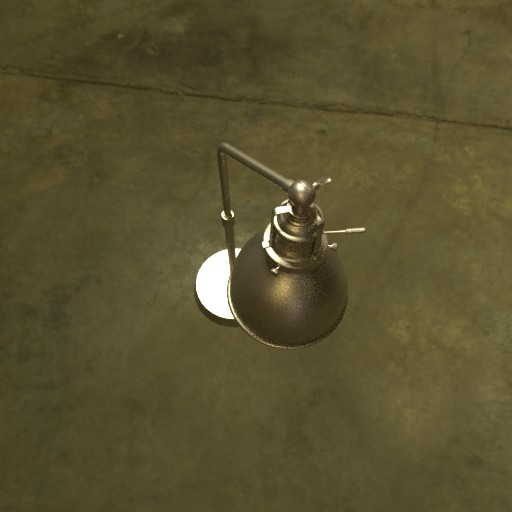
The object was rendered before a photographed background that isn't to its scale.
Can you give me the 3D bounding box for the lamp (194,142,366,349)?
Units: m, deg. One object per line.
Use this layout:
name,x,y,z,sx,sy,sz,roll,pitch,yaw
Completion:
lamp,0.000,0.000,0.589,0.153,0.456,0.286,-32,67,-16
